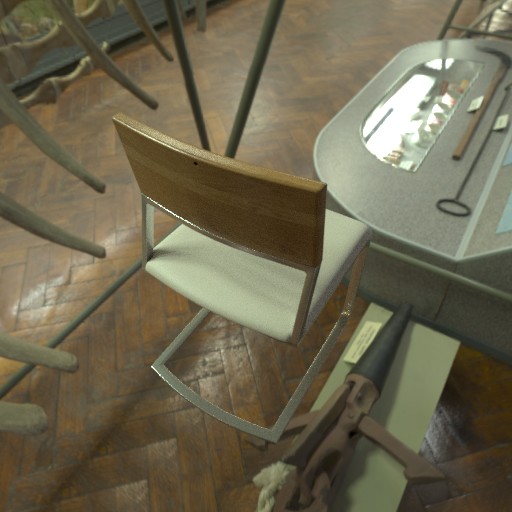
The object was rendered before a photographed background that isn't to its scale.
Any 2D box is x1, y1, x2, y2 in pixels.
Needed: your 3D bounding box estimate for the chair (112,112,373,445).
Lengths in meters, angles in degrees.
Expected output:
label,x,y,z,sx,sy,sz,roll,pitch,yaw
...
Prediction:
label,x,y,z,sx,sy,sz,roll,pitch,yaw
chair,0.000,0.000,1.200,0.467,0.844,0.585,24,50,22
